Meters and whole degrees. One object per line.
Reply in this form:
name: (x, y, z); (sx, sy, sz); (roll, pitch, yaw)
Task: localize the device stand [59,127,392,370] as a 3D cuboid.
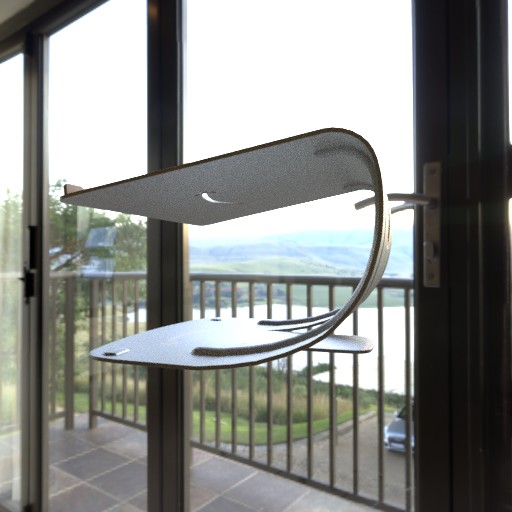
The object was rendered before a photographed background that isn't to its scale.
device stand: (0.000, 0.000, 0.410); (0.236, 0.155, 0.256); (0, -1, 18)
